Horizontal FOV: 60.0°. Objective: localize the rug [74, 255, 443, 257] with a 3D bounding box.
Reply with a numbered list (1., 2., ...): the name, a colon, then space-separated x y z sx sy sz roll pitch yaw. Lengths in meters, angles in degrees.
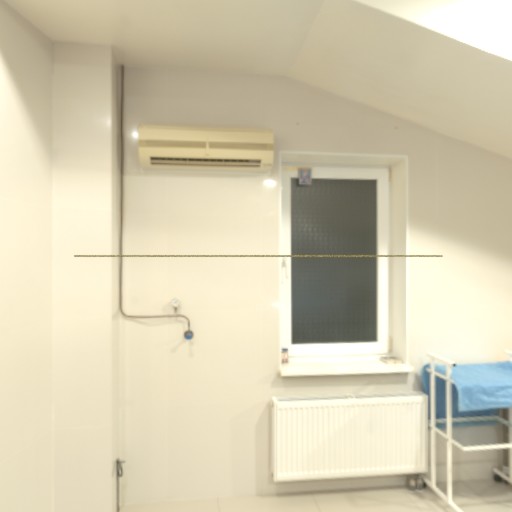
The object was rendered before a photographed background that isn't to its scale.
1. rug: 0.000 0.000 2.970 1.529 0.007 2.297 0 0 -1
